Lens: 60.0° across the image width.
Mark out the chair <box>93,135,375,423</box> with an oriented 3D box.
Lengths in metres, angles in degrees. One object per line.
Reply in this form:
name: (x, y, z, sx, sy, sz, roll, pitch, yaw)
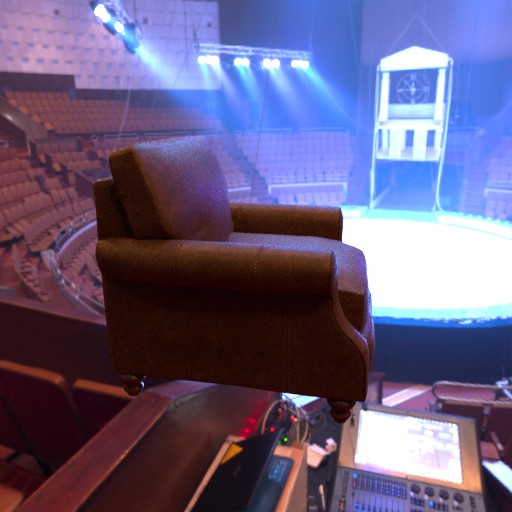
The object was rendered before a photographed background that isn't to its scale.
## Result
chair: (0.000, 0.000, 1.868, 1.002, 0.976, 0.996, 3, 16, 11)
